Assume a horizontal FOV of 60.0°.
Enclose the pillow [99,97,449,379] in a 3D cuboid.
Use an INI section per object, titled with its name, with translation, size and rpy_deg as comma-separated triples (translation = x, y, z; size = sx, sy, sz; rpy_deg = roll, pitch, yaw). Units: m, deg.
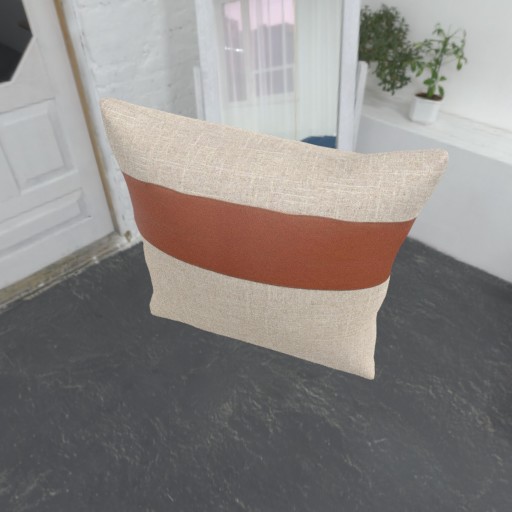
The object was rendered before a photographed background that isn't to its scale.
[pillow]
translation = 0.000, 0.000, 0.627
size = 0.414, 0.399, 0.173
rpy_deg = 14, 43, 15
